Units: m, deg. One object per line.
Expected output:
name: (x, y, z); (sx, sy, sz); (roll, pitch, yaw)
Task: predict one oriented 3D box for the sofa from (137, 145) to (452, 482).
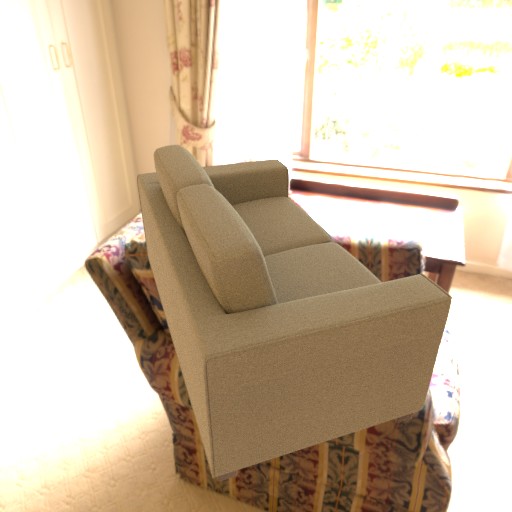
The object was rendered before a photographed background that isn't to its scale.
sofa: (0.000, 0.000, 2.393); (1.007, 0.924, 1.812); (-10, 32, -17)
